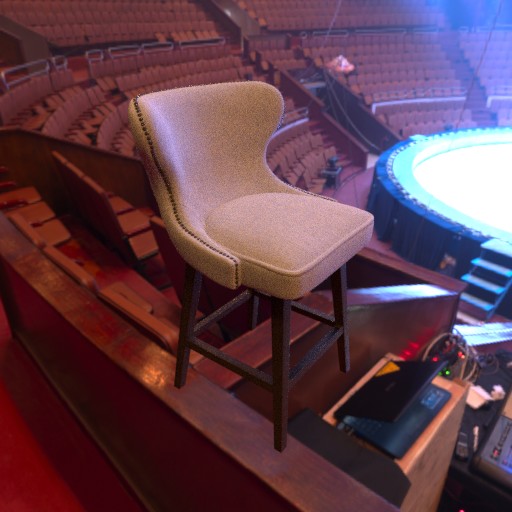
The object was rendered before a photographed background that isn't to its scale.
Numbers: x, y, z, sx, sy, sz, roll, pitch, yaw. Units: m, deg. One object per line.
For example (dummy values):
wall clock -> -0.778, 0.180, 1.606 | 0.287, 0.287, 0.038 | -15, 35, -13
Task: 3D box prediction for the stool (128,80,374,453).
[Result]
stool -> 0.000, 0.000, 1.396 | 0.597, 0.972, 0.615 | 19, 33, 32
